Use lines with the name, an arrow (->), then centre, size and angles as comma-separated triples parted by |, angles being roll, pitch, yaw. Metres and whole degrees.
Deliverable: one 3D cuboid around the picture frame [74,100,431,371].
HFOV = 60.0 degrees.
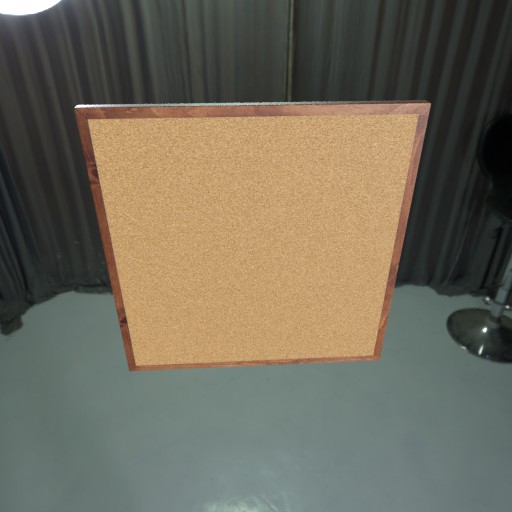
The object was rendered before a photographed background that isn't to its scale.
picture frame -> 0.000, 0.000, 1.228 | 0.810, 0.817, 0.029 | -2, 32, -3
